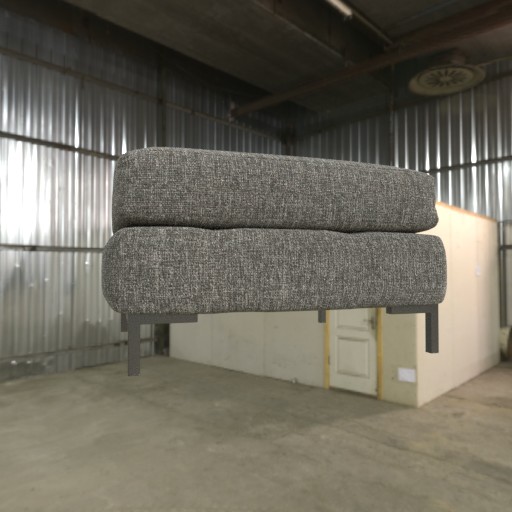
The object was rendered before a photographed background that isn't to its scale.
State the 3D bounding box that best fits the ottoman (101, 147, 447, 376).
[{"bbox_3d":[0.000,0.000,1.263,0.828,0.480,0.683,0,-1,-18],"label":"ottoman"}]
